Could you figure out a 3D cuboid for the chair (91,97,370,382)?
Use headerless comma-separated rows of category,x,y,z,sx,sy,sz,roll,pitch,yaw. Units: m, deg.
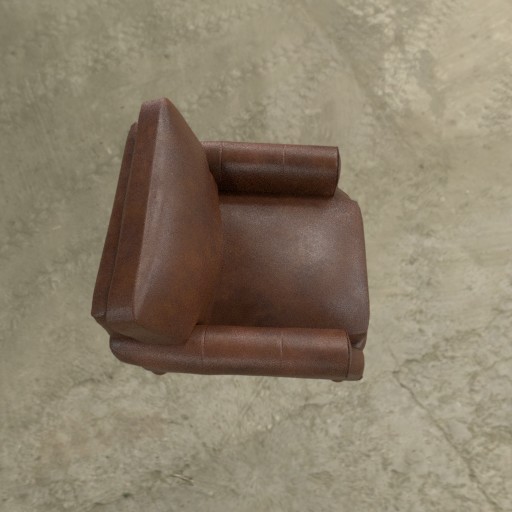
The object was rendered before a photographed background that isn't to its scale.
chair,0.000,0.000,1.791,0.992,0.972,0.989,2,64,1
